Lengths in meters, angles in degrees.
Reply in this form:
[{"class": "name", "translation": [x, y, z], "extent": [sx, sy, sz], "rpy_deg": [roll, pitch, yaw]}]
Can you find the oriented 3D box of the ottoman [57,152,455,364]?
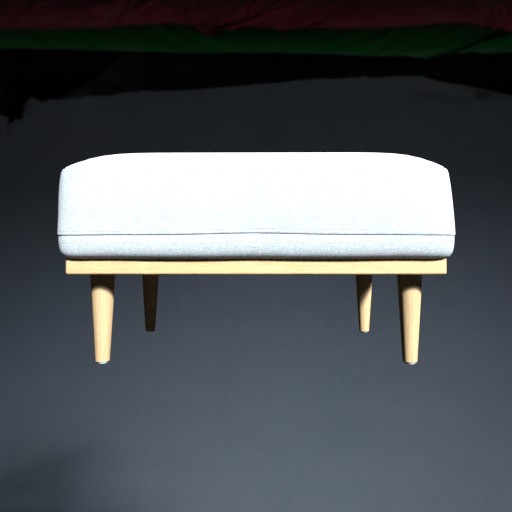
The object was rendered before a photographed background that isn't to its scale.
[{"class": "ottoman", "translation": [0.000, 0.000, 1.072], "extent": [0.749, 0.428, 0.549], "rpy_deg": [0, -1, 1]}]
